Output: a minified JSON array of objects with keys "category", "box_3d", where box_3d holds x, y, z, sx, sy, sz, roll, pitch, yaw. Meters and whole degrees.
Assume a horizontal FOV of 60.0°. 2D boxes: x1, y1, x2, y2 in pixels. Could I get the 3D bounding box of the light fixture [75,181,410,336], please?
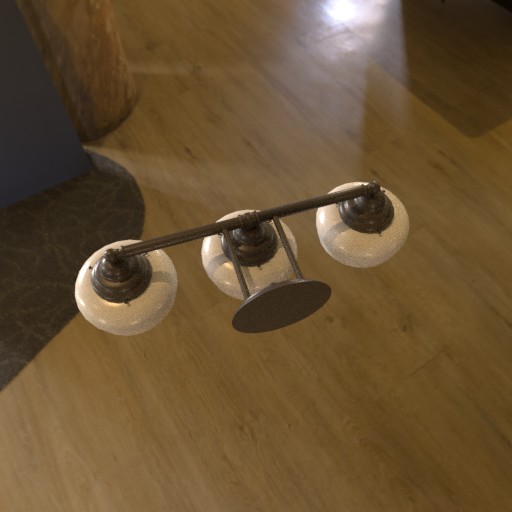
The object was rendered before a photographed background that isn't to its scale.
[{"category":"light fixture","box_3d":[0.000,0.000,0.706,0.587,0.242,0.239,-15,61,-9]}]
